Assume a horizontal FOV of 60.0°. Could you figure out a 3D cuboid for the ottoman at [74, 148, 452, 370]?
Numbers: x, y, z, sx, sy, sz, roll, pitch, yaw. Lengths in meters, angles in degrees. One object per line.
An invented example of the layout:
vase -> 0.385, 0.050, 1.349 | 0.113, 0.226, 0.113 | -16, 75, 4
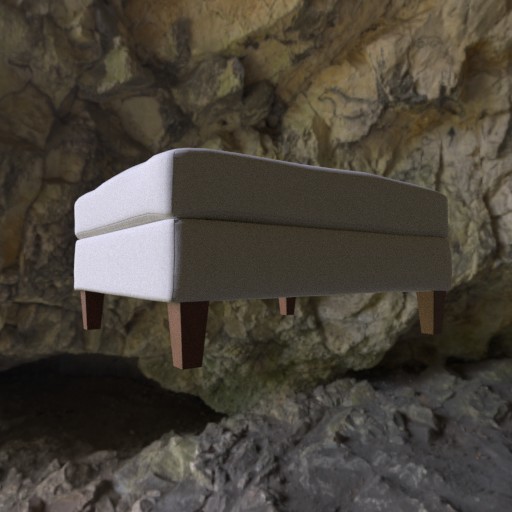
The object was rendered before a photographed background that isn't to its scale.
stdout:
ottoman -> 0.000, 0.000, 1.461 | 0.976, 0.492, 0.836 | 1, -2, -35
